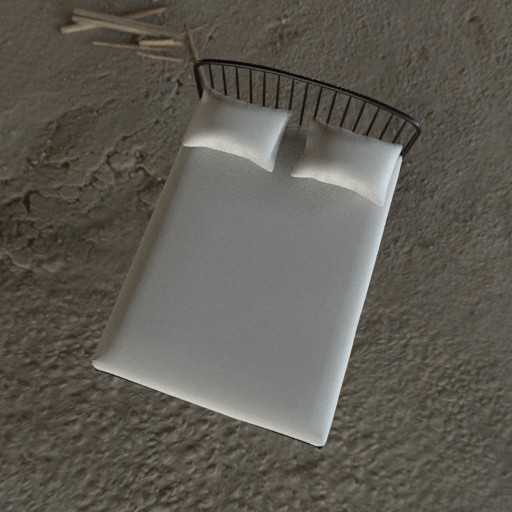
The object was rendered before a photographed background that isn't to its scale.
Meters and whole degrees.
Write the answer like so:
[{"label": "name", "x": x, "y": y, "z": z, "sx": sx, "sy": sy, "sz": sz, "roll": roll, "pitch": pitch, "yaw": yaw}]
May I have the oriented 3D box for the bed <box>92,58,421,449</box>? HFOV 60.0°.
[{"label": "bed", "x": 0.000, "y": 0.000, "z": 3.102, "sx": 1.618, "sy": 1.166, "sz": 2.159, "roll": 18, "pitch": 76, "yaw": 5}]
